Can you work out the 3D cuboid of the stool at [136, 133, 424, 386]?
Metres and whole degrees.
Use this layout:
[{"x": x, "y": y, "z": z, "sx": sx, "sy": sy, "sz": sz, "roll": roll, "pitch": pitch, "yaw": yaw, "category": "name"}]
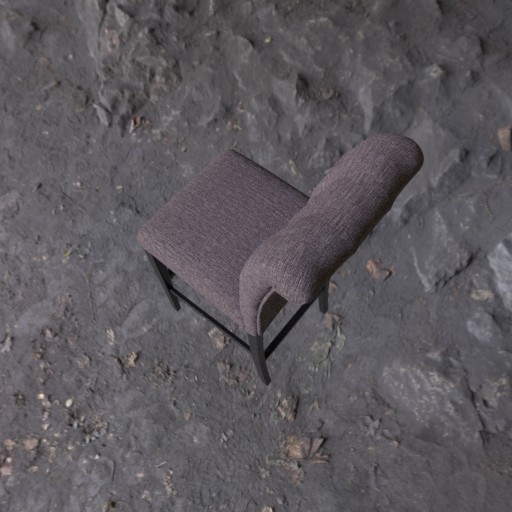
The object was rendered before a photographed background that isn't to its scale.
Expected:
[{"x": 0.000, "y": 0.000, "z": 1.437, "sx": 0.613, "sy": 1.131, "sz": 0.452, "roll": 37, "pitch": 69, "yaw": 16, "category": "stool"}]
